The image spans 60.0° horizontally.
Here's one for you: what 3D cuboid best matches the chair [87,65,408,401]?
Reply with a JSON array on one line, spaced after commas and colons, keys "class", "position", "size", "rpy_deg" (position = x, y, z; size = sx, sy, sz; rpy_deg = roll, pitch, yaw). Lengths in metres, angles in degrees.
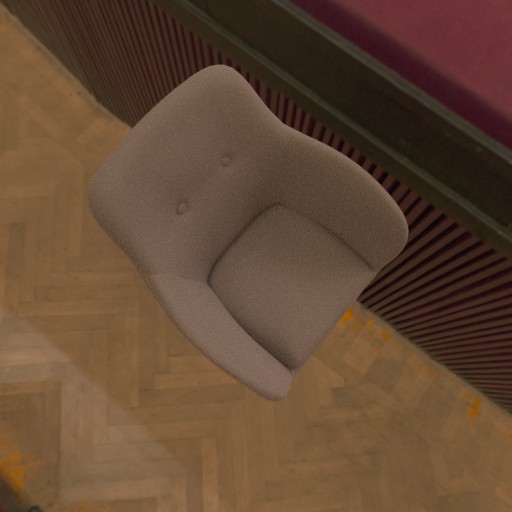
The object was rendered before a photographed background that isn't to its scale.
[{"class": "chair", "position": [0.000, 0.000, 1.239], "size": [0.590, 0.830, 0.570], "rpy_deg": [39, 79, 9]}]
